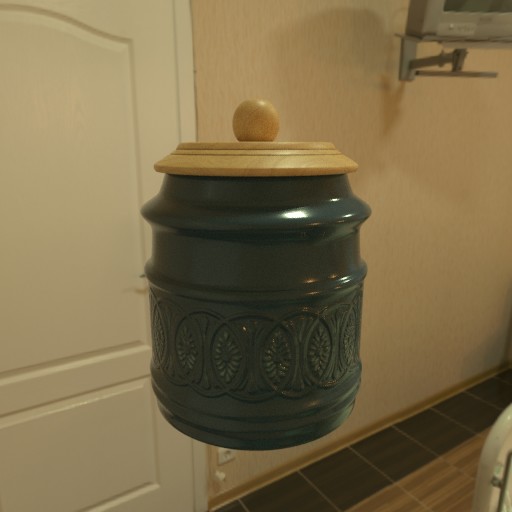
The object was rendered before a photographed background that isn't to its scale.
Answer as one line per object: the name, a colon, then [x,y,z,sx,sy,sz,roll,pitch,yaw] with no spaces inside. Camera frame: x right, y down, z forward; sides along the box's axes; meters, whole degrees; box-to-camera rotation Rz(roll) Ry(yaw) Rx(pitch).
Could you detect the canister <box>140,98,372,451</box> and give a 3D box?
canister: [0.000,0.000,0.263,0.130,0.176,0.130,0,14,0]
